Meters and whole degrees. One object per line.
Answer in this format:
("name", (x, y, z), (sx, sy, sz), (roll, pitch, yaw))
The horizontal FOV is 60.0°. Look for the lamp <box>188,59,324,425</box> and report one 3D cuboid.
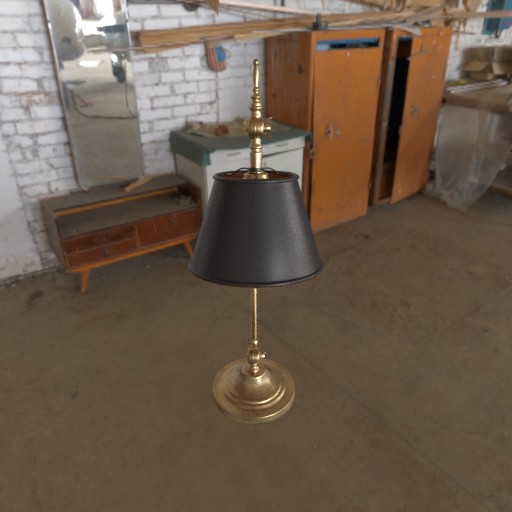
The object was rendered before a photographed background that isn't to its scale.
("lamp", (0.000, 0.000, 0.830), (0.235, 0.675, 0.344), (0, 29, 0))
